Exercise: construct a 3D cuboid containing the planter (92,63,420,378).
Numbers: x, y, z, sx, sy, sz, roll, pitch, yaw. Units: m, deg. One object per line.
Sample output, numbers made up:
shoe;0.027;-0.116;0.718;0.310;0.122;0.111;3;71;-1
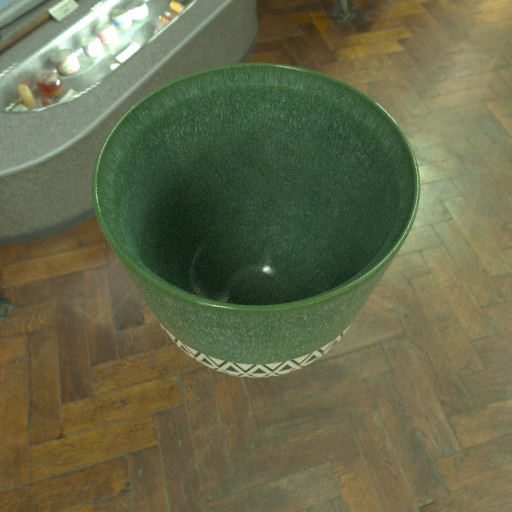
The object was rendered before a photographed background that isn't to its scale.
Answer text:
planter;0.000;0.000;0.357;0.195;0.214;0.195;0;58;0
